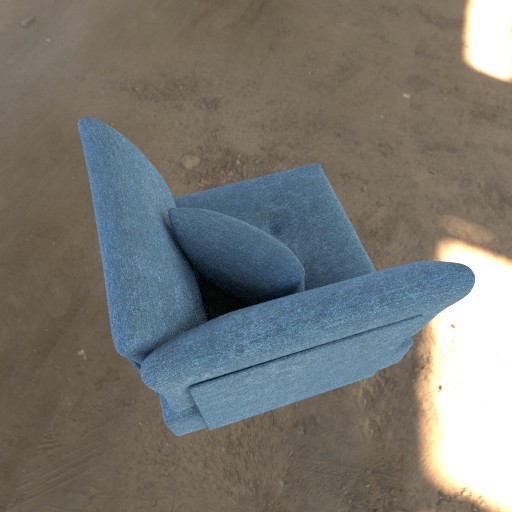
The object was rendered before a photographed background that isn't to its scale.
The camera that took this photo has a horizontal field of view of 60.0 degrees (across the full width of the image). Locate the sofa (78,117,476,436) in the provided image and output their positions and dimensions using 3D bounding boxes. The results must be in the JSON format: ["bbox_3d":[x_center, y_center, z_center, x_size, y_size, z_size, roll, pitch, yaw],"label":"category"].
[{"bbox_3d":[0.000,0.000,1.702,1.000,0.820,1.000,-15,60,-9],"label":"sofa"}]
